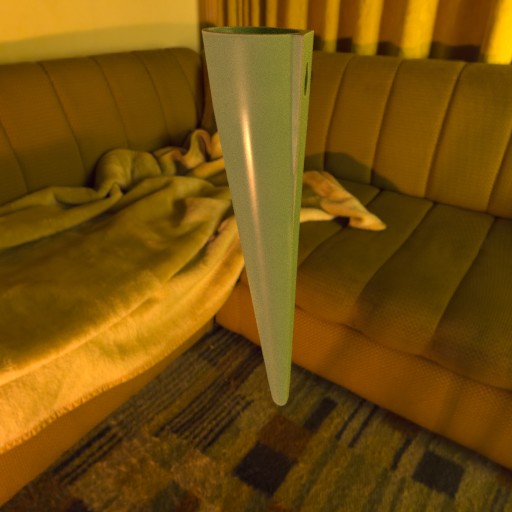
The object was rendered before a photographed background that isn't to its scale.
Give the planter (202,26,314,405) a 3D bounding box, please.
[{"bbox_3d":[0.000,0.000,0.293,0.055,0.268,0.054,8,31,13],"label":"planter"}]
